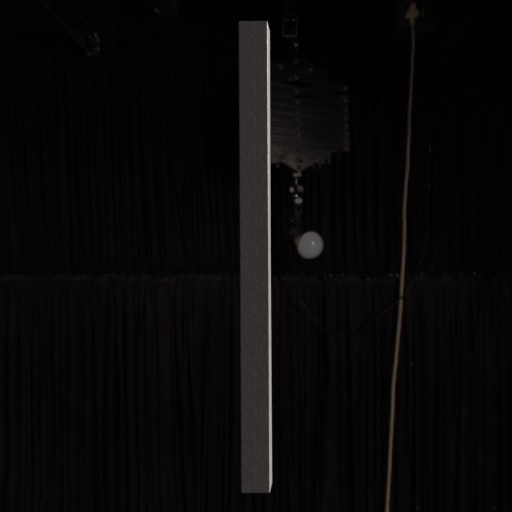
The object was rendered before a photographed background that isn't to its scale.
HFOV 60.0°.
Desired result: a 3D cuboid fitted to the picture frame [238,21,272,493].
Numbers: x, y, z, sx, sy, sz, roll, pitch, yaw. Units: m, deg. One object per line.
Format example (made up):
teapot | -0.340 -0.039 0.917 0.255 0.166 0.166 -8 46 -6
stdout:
picture frame | 0.000 0.000 0.519 0.027 0.378 0.327 0 1 0
